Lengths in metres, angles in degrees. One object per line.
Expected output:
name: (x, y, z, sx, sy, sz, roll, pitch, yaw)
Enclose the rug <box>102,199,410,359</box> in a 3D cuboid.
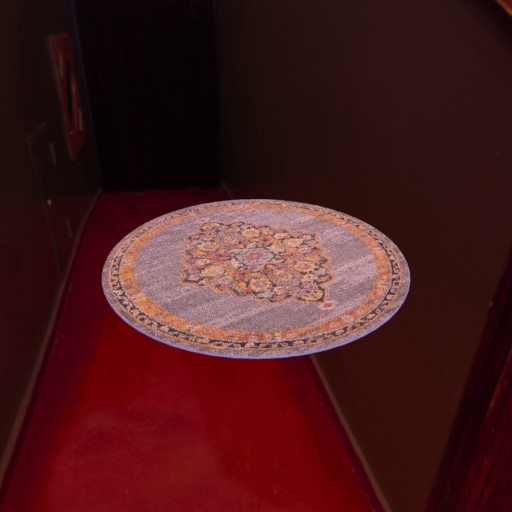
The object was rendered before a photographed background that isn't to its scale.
rug: (0.000, 0.000, 3.576, 2.382, 0.014, 2.382, 0, 29, 0)
